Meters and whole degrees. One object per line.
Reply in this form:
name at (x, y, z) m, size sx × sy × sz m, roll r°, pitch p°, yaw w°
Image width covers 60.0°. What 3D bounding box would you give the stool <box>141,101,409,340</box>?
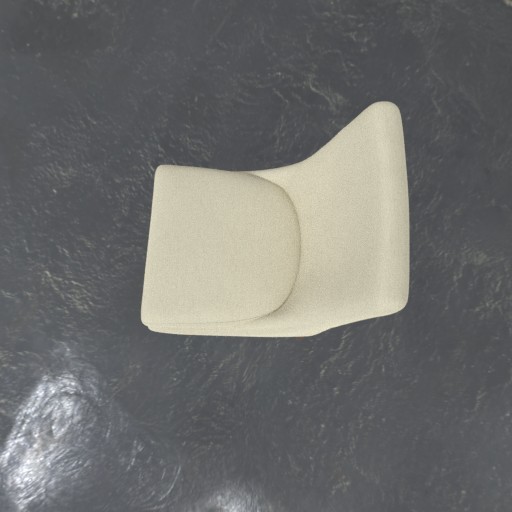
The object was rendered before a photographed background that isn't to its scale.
stool at (0.000, 0.000, 1.286) m, size 0.577 × 0.981 × 0.470 m, roll 2°, pitch 76°, yaw 1°
